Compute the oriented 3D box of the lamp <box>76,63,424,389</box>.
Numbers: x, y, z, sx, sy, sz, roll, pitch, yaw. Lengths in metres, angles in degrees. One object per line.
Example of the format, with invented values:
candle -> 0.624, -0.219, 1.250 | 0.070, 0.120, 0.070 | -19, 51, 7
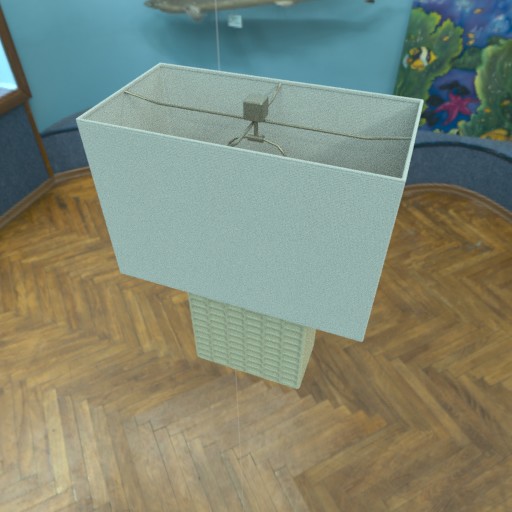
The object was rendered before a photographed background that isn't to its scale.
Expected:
lamp -> 0.000, 0.000, 0.707 | 0.380, 0.515, 0.200 | 14, 44, 15
